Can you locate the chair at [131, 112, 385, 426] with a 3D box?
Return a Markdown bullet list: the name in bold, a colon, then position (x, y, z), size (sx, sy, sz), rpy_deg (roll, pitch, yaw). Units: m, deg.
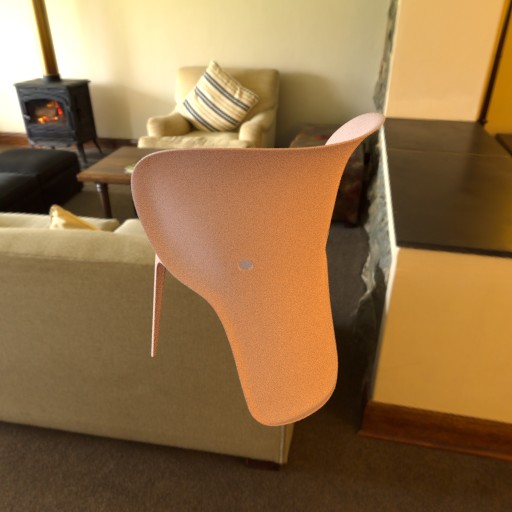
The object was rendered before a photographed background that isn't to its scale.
- **chair**: position (0.000, 0.000, 0.892), size (0.451, 0.554, 0.402), rpy_deg (-20, 35, -31)
